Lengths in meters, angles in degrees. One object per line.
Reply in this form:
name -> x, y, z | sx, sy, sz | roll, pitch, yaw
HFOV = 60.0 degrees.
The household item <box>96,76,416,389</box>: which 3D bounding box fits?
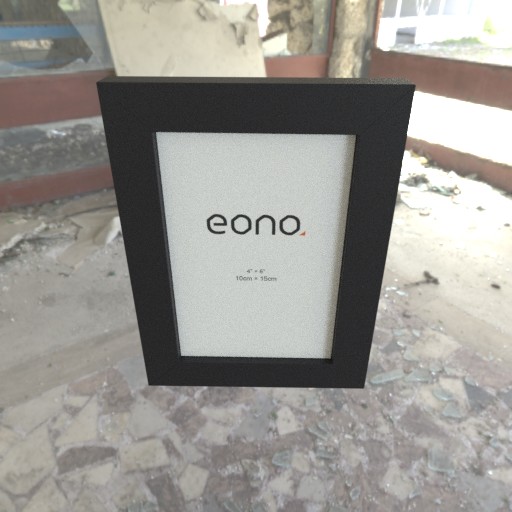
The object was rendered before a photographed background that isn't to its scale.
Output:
household item -> 0.000, 0.000, 0.237 | 0.133, 0.178, 0.022 | 1, 31, 1
